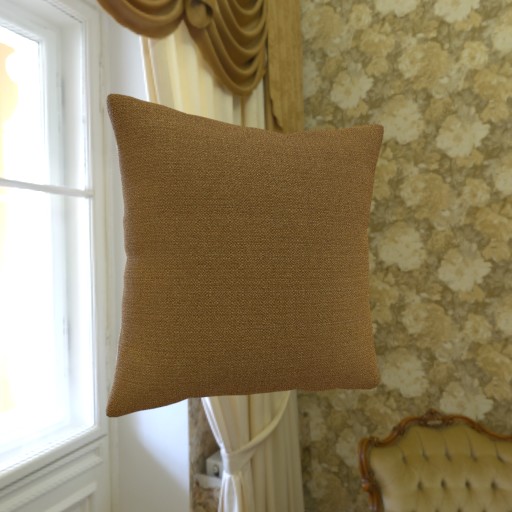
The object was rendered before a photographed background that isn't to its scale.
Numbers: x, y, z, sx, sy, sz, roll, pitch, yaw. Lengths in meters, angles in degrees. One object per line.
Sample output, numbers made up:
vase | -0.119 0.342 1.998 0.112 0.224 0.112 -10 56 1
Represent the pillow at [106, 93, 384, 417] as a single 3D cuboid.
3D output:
pillow | 0.000 0.000 0.668 0.432 0.437 0.147 0 1 -19
